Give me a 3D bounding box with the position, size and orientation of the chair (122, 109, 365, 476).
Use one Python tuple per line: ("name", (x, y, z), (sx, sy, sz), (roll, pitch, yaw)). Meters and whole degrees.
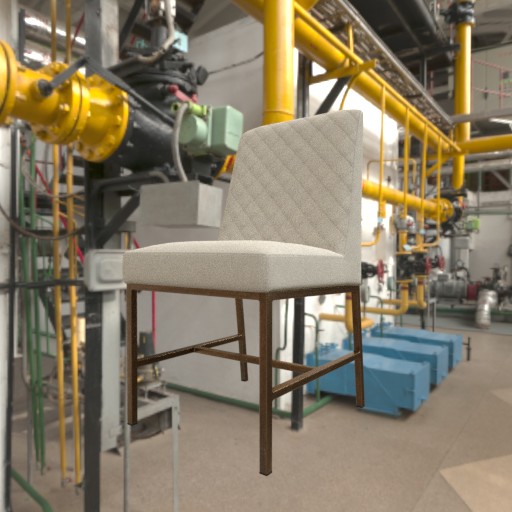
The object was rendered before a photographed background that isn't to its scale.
("chair", (0.000, 0.000, 1.310), (0.503, 0.933, 0.597), (1, 1, 37))
